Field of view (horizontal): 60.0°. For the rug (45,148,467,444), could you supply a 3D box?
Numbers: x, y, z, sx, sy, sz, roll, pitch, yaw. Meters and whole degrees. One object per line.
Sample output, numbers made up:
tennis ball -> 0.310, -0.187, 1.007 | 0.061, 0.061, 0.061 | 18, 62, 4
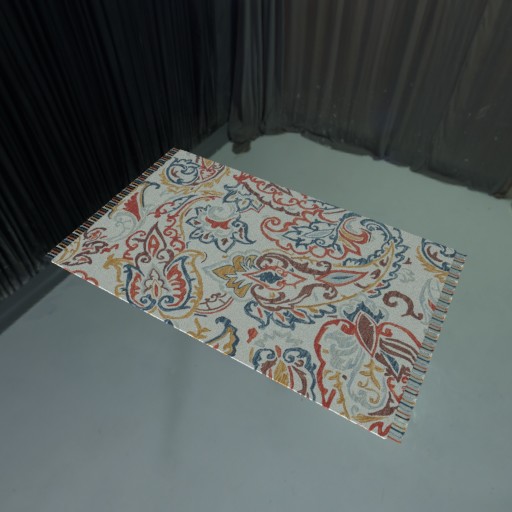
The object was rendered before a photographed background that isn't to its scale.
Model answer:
rug -> 0.000, 0.000, 3.137 | 2.584, 0.010, 1.523 | 23, 53, 19
